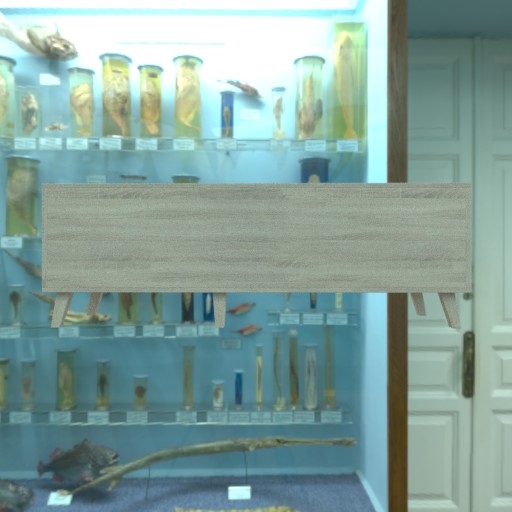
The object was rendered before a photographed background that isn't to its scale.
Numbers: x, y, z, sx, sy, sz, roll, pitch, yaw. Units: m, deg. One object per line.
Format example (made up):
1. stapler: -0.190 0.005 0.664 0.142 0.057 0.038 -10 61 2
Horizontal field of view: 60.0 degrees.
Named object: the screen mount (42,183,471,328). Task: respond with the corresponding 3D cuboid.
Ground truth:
1. screen mount: 0.000 0.000 1.749 1.500 0.510 0.400 0 0 1
